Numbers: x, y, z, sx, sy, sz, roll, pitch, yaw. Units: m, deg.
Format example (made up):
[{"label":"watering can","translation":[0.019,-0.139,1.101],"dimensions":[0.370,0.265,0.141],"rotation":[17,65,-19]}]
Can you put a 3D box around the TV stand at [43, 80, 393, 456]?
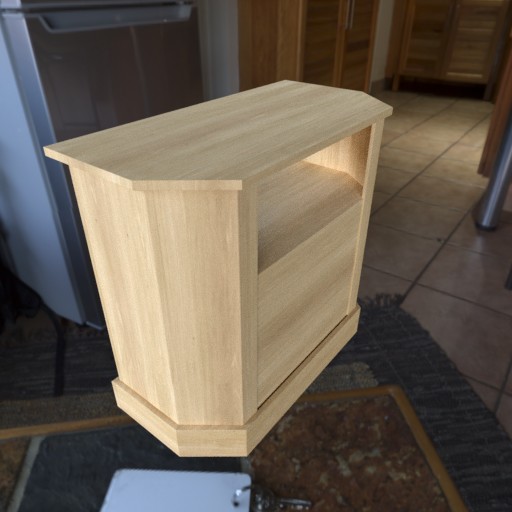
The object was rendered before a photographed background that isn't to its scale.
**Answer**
[{"label":"TV stand","translation":[0.000,0.000,1.276],"dimensions":[0.425,0.781,0.851],"rotation":[23,39,32]}]
